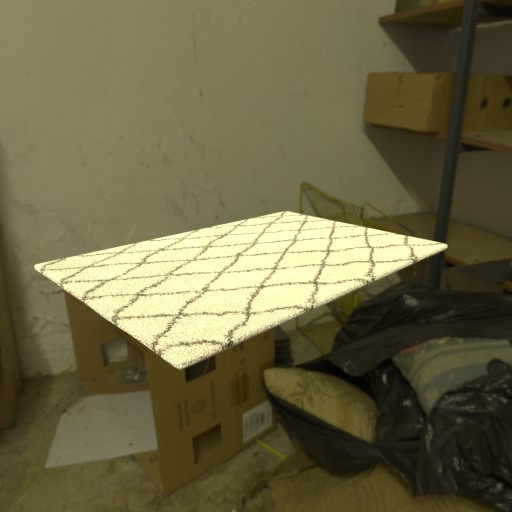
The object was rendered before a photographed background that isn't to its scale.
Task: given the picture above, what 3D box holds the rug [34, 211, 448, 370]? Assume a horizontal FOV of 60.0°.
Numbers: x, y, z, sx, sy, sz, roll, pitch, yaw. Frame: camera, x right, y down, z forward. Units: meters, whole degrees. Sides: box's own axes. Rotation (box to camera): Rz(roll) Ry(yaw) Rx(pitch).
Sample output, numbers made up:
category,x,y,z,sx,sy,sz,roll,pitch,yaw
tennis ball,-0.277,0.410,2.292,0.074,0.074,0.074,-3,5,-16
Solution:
category,x,y,z,sx,sy,sz,roll,pitch,yaw
rug,0.000,0.000,2.283,1.778,0.030,1.219,-16,24,-41
